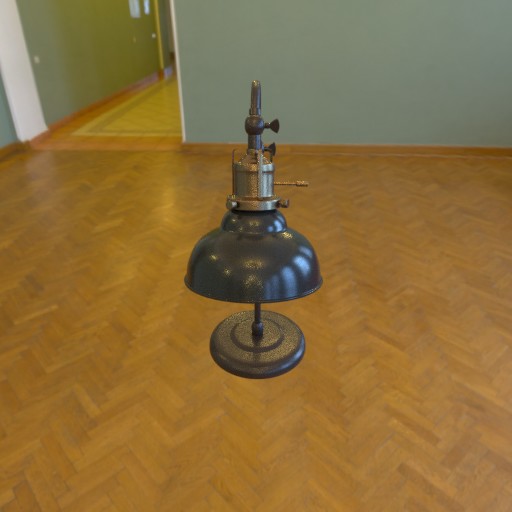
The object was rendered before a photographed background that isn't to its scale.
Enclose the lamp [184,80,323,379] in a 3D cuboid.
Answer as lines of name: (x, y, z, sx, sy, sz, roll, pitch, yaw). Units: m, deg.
lamp: (0.000, 0.000, 0.684, 0.192, 0.508, 0.374, 1, 29, 2)
